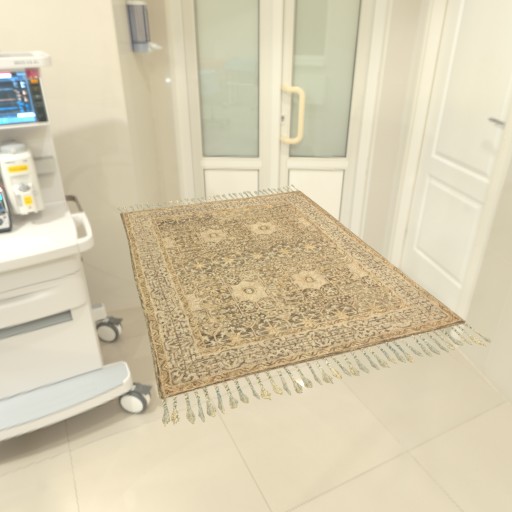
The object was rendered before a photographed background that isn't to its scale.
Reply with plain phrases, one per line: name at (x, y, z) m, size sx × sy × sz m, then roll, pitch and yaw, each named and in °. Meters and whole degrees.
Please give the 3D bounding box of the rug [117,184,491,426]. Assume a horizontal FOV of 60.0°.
rug at (0.000, 0.000, 2.954) m, size 1.619 × 0.023 × 2.465 m, roll -10°, pitch 30°, yaw -17°
